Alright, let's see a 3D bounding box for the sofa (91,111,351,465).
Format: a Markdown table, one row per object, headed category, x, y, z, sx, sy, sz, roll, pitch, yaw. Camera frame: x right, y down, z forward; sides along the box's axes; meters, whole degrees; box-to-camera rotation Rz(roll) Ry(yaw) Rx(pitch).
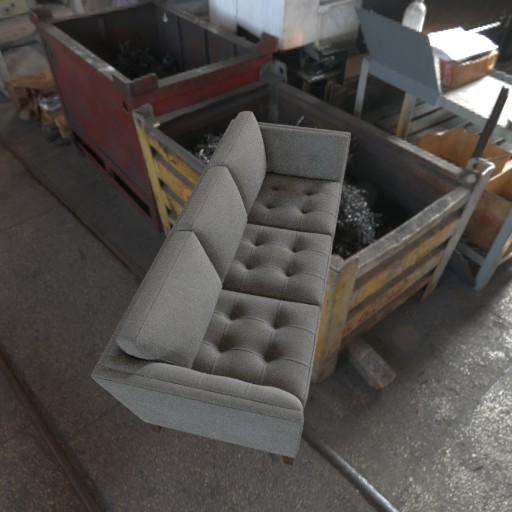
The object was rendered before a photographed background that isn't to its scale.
| category | x | y | z | sx | sy | sz | roll | pitch | yaw |
| --- | --- | --- | --- | --- | --- | --- | --- | --- | --- |
| sofa | 0.000 | 0.000 | 2.928 | 0.965 | 0.940 | 2.387 | 10 | 46 | 9 |
